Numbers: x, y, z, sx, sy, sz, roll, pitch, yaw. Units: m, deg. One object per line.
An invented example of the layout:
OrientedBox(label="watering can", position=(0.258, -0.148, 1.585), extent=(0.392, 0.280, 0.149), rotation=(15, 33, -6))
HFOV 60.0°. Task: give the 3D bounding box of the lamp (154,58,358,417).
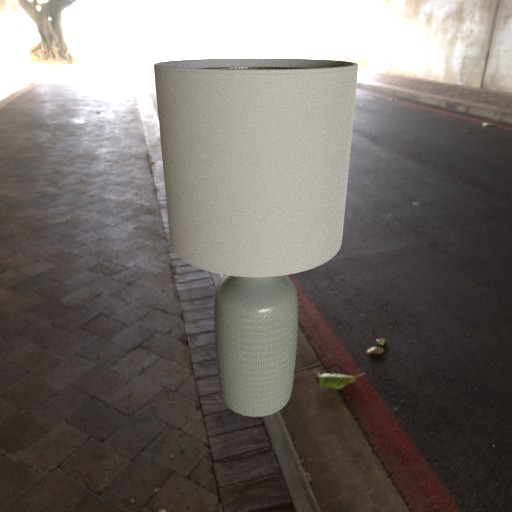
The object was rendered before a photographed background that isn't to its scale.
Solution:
OrientedBox(label="lamp", position=(0.000, 0.000, 0.593), extent=(0.220, 0.475, 0.220), rotation=(8, 28, 16))
